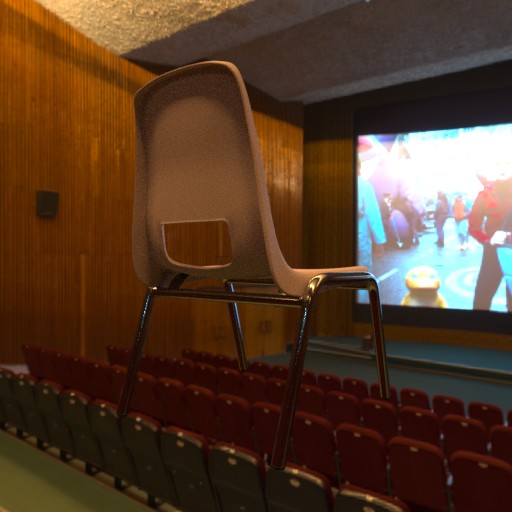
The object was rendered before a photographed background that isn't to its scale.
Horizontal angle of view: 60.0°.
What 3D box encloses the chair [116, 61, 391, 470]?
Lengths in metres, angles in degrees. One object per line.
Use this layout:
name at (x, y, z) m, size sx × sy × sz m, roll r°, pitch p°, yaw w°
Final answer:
chair at (0.000, 0.000, 0.781) m, size 0.354 × 0.537 × 0.385 m, roll 0°, pitch 0°, yaw 36°
